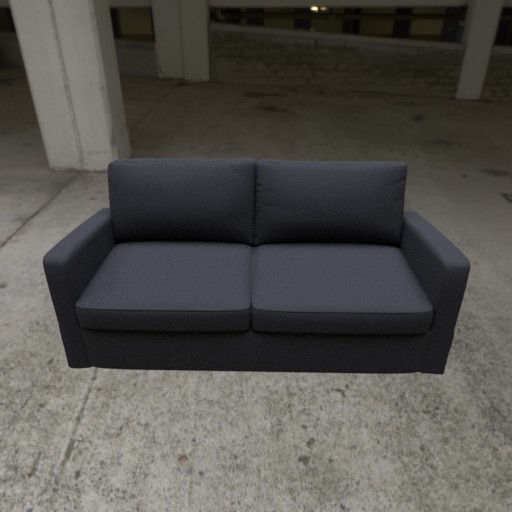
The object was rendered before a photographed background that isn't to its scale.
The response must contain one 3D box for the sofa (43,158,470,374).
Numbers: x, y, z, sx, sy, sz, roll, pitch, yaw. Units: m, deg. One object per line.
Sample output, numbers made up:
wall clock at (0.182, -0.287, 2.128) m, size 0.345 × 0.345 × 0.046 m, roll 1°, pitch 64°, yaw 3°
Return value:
sofa at (0.000, 0.000, 2.318) m, size 1.852 × 0.839 × 0.898 m, roll 1°, pitch 30°, yaw 1°
